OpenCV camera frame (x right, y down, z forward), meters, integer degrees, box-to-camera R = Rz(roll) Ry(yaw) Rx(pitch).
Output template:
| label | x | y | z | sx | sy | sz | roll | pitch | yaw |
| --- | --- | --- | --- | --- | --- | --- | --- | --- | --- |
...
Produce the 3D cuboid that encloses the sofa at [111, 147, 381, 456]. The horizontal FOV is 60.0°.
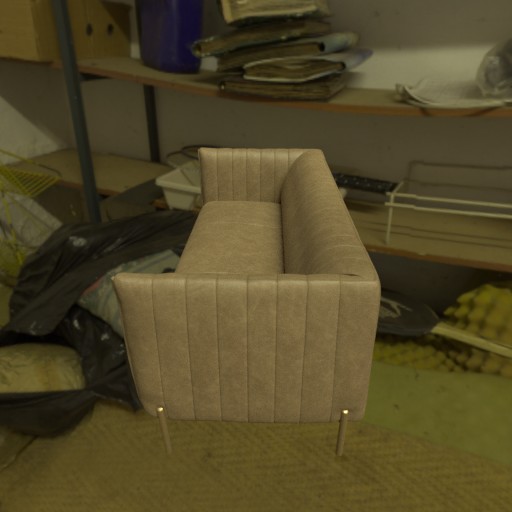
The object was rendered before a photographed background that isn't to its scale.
| label | x | y | z | sx | sy | sz | roll | pitch | yaw |
| --- | --- | --- | --- | --- | --- | --- | --- | --- | --- |
| sofa | 0.000 | 0.000 | 2.414 | 0.876 | 0.779 | 1.980 | 1 | 26 | 2 |
